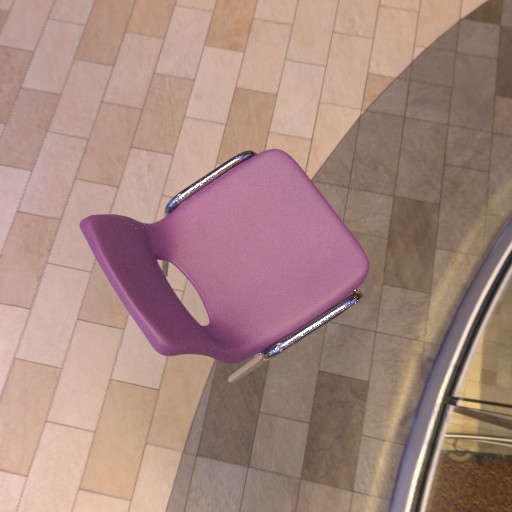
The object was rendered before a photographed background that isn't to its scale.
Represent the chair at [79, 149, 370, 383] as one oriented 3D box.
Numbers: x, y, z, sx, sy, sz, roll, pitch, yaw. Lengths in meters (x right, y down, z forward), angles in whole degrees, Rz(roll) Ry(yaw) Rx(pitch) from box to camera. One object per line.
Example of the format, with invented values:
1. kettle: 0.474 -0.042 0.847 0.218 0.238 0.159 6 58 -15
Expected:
1. chair: 0.000 0.000 0.892 0.432 0.654 0.381 -33 78 -8
